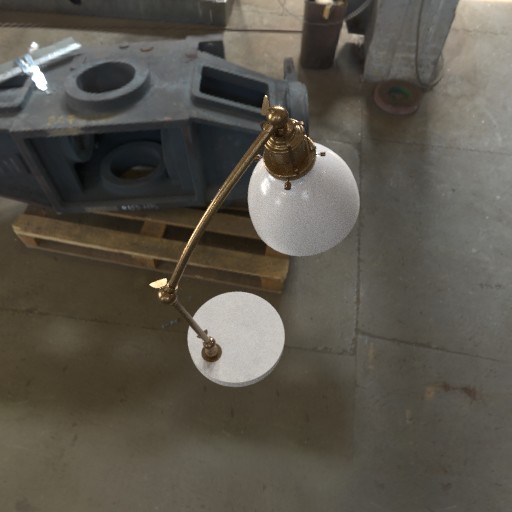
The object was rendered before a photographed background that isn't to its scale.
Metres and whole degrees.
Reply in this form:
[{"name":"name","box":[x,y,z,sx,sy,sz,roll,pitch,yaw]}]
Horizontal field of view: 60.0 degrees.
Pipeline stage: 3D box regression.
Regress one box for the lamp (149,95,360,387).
[{"name":"lamp","box":[0.000,0.000,0.664,0.317,0.522,0.186,-32,63,-19]}]
